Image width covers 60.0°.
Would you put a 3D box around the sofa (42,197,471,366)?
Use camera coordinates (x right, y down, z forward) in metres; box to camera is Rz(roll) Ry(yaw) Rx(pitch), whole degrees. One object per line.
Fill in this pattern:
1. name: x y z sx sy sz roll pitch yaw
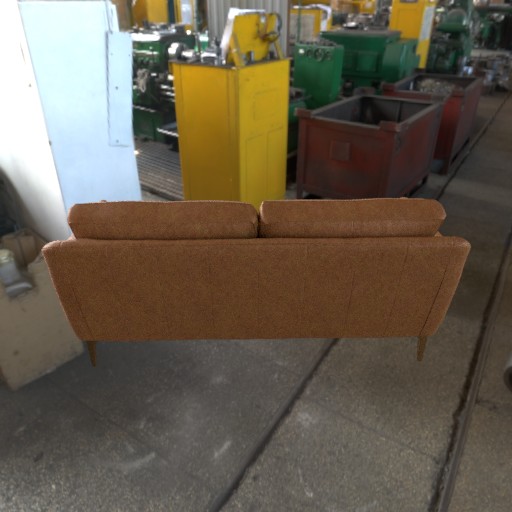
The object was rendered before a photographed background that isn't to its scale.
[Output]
1. sofa: 0.000 0.000 2.537 2.036 0.945 0.981 -1 31 -1
